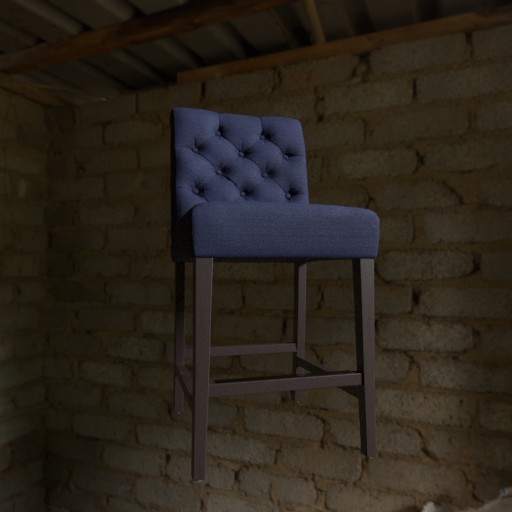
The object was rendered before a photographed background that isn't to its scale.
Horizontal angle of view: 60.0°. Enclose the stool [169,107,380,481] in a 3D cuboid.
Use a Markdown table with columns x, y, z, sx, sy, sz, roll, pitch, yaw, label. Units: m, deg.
| x | y | z | sx | sy | sz | roll | pitch | yaw | label |
| --- | --- | --- | --- | --- | --- | --- | --- | --- | --- |
| 0.000 | 0.000 | 1.318 | 0.493 | 1.010 | 0.601 | 0 | -1 | -16 | stool |
